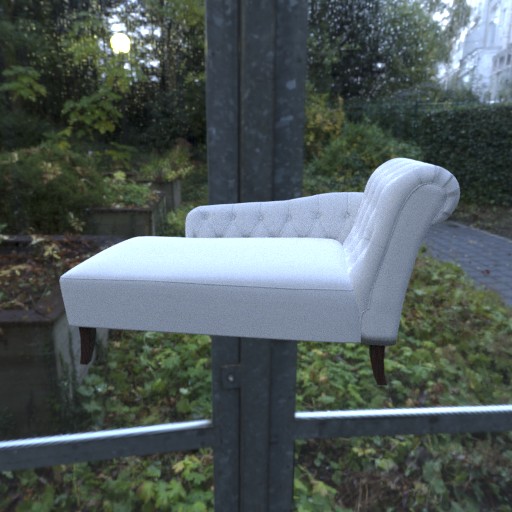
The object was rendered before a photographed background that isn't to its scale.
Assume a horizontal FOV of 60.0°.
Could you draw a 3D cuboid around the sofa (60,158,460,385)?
[{"bbox_3d":[0.000,0.000,1.842,1.379,0.787,0.675,2,15,8],"label":"sofa"}]
